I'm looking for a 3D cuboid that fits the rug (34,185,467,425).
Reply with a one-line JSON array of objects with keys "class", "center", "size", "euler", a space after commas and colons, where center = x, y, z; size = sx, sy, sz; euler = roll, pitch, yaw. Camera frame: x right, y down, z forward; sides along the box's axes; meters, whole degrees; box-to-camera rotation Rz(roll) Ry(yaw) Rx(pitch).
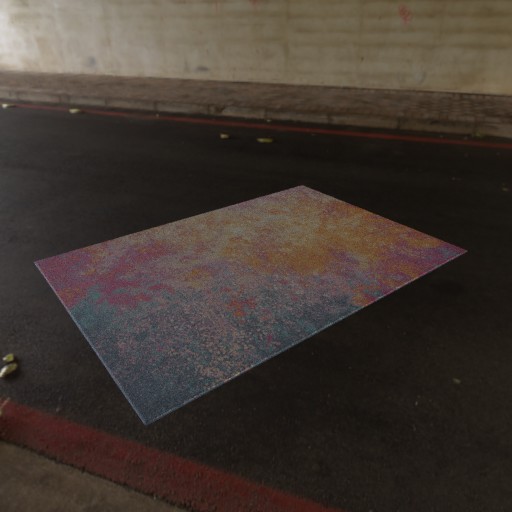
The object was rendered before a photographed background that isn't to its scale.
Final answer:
[{"class": "rug", "center": [0.000, 0.000, 3.588], "size": [2.896, 0.013, 2.007], "euler": [-20, 35, -32]}]
